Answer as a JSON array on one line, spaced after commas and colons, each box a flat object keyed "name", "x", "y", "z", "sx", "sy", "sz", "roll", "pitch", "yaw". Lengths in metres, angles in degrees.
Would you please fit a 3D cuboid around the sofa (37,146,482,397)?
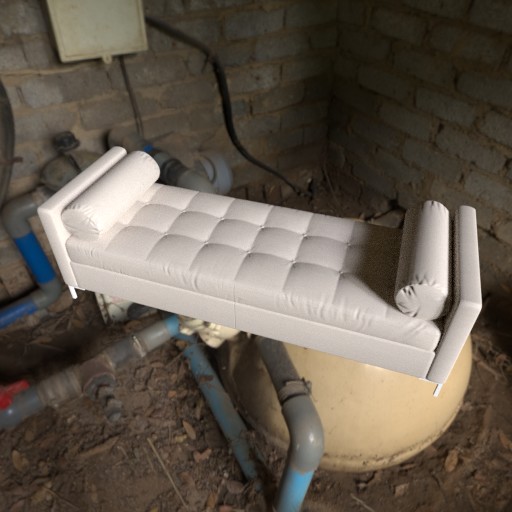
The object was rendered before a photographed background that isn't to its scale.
[{"name": "sofa", "x": 0.000, "y": 0.000, "z": 2.297, "sx": 1.981, "sy": 0.635, "sz": 0.686, "roll": 12, "pitch": 42, "yaw": 14}]
